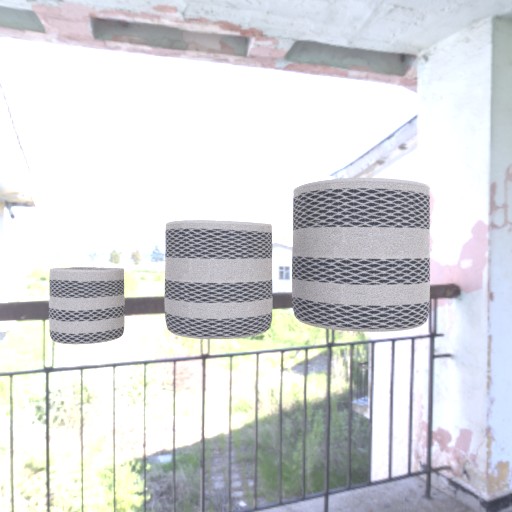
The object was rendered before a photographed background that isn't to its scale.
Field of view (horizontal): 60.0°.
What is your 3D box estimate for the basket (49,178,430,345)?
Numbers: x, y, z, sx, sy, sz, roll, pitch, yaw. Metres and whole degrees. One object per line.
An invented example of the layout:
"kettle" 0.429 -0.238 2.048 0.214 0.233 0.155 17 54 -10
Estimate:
"basket" 0.000 0.000 1.075 0.917 0.356 0.351 0 1 -18
